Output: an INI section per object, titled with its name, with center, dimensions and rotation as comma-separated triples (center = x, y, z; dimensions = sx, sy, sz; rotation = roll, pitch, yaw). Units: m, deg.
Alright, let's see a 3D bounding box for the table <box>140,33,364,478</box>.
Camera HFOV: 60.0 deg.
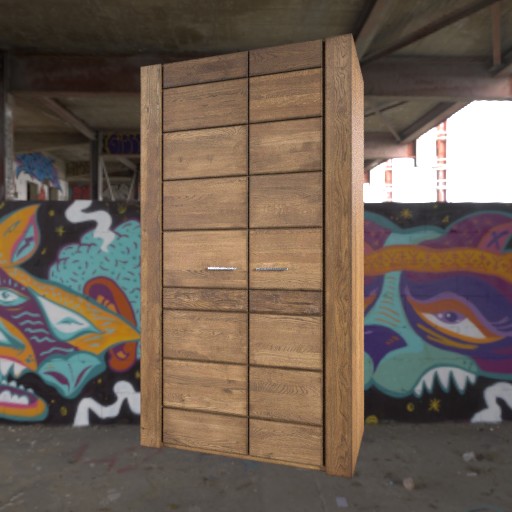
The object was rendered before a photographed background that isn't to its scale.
[table]
center = 0.000, 0.000, 2.430
dimensions = 1.100, 2.000, 0.600
rotation = 0, 0, 19
